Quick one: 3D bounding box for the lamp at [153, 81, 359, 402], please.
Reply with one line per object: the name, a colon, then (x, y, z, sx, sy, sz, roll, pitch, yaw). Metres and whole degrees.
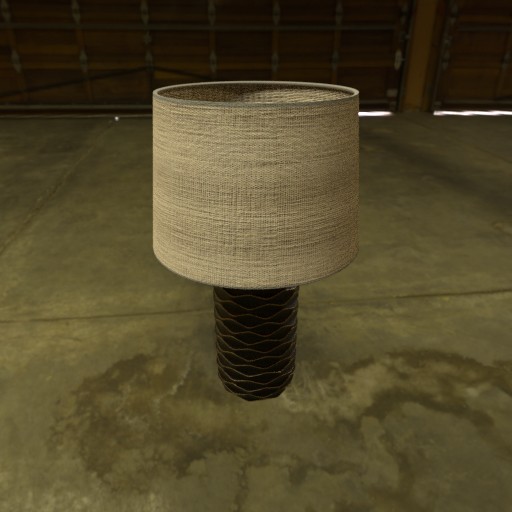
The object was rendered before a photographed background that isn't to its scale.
lamp: (0.000, 0.000, 0.843, 0.376, 0.594, 0.376, 0, 26, 0)
